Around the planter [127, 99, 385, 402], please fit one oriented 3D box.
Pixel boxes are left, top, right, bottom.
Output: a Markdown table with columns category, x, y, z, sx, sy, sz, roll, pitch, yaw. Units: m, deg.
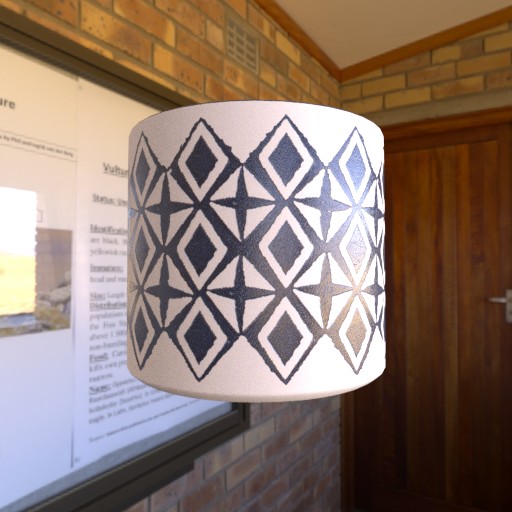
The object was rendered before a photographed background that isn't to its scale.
| category | x | y | z | sx | sy | sz | roll | pitch | yaw |
| --- | --- | --- | --- | --- | --- | --- | --- | --- | --- |
| planter | 0.000 | 0.000 | 0.326 | 0.182 | 0.165 | 0.182 | 0 | -1 | 0 |
